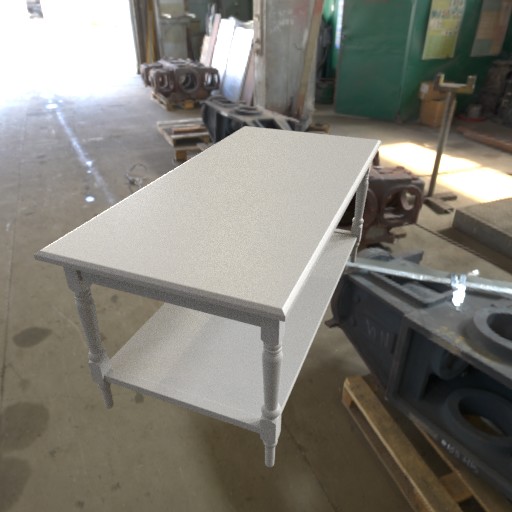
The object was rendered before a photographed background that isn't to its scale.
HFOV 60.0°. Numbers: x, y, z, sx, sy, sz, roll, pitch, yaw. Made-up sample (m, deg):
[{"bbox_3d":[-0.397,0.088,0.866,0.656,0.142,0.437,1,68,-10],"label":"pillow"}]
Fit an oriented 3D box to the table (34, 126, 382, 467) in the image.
[{"bbox_3d":[0.000,0.000,1.400,0.551,0.506,1.109,12,32,19],"label":"table"}]
